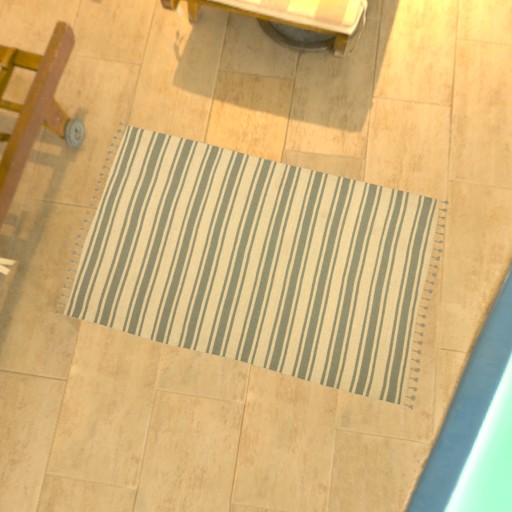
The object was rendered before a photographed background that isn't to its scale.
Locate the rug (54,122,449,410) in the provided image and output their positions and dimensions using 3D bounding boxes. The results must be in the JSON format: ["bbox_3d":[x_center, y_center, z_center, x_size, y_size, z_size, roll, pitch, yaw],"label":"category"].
[{"bbox_3d":[0.000,0.000,2.567,2.084,0.009,1.222,14,78,3],"label":"rug"}]
